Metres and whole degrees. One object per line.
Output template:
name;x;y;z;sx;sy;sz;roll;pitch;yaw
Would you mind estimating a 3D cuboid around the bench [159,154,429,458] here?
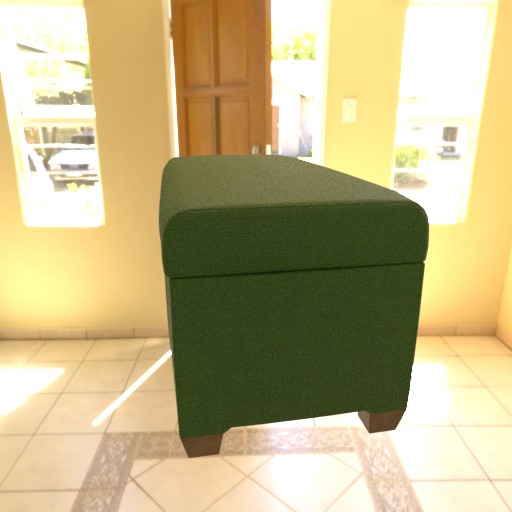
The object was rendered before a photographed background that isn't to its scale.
bench;0.000;0.000;1.250;0.505;0.501;0.989;-3;18;-10
